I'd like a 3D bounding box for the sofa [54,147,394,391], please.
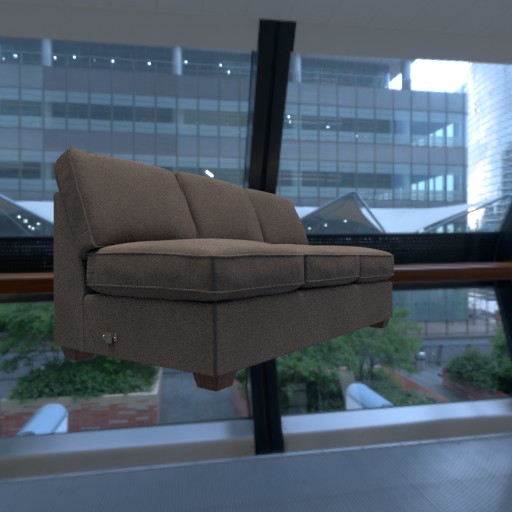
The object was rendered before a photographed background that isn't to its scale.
[{"bbox_3d":[0.000,0.000,2.561,1.027,0.973,1.962,0,0,35],"label":"sofa"}]
